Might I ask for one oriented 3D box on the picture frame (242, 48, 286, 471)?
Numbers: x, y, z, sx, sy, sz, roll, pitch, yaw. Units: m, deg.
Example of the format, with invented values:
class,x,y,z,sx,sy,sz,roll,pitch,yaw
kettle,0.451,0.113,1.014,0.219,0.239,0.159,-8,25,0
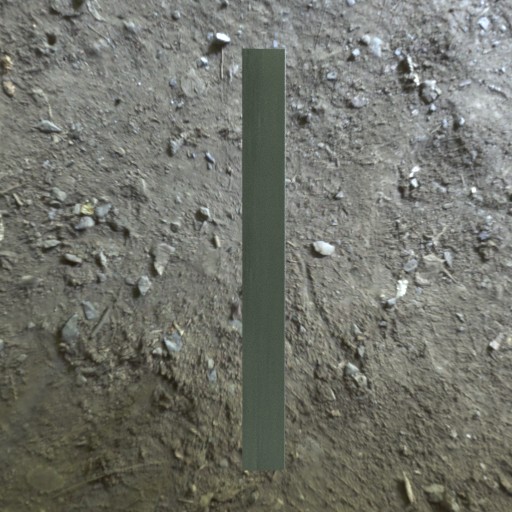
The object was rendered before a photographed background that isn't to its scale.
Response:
class,x,y,z,sx,sy,sz,roll,pitch,yaw
picture frame,0.000,0.000,0.749,0.046,0.555,0.449,0,91,-2
